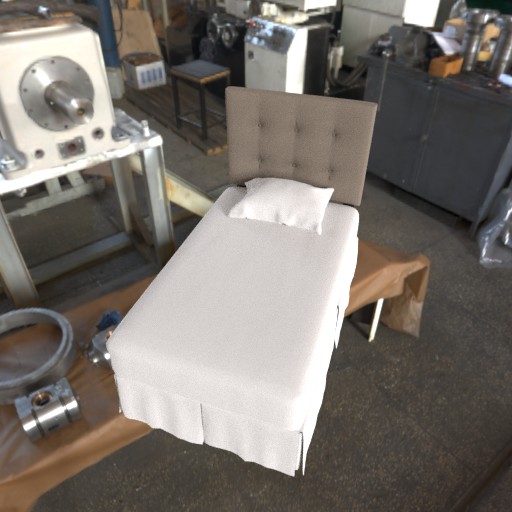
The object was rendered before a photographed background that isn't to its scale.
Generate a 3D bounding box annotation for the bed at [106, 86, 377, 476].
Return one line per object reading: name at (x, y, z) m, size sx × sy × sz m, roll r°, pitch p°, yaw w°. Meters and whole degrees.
bed at (0.000, 0.000, 3.009) m, size 1.261 × 1.571 × 1.997 m, roll 12°, pitch 40°, yaw 15°
